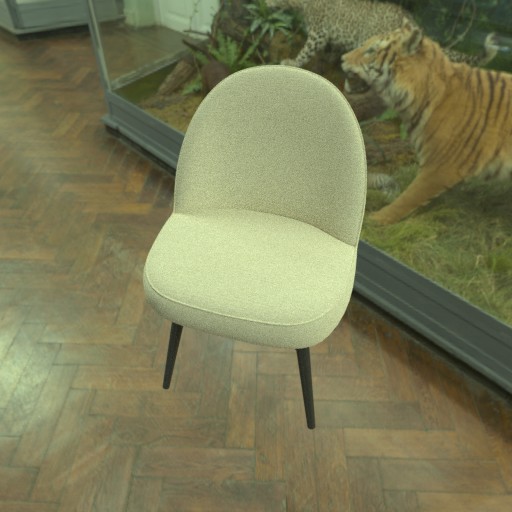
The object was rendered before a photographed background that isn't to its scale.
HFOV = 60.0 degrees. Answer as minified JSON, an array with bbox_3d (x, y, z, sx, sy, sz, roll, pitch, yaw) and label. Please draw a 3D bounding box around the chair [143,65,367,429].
[{"bbox_3d":[0.000,0.000,1.201,0.532,0.838,0.540,11,43,12],"label":"chair"}]
